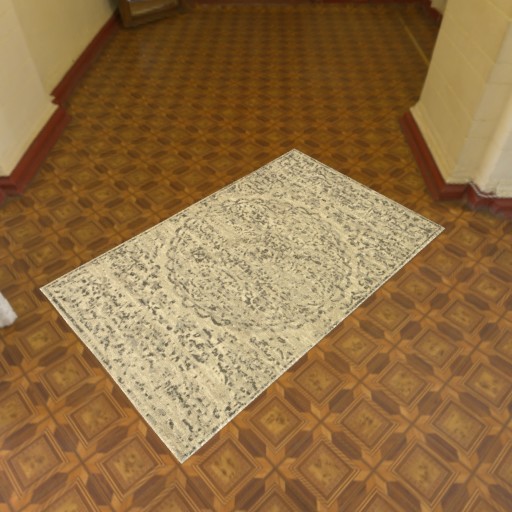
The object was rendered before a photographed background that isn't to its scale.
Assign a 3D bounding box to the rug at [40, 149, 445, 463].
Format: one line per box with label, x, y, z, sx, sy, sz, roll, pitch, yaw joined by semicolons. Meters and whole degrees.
rug;0.000;0.000;3.097;2.447;0.021;1.527;-34;54;-29
